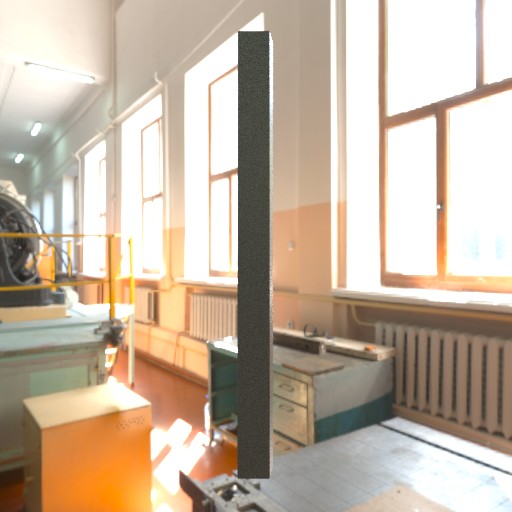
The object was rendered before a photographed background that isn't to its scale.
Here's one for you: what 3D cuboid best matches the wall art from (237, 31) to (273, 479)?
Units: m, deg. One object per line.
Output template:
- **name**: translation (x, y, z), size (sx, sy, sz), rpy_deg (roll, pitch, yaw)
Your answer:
- **wall art**: translation (0.000, 0.000, 0.519), size (0.028, 0.349, 0.349), rpy_deg (0, -1, 0)
